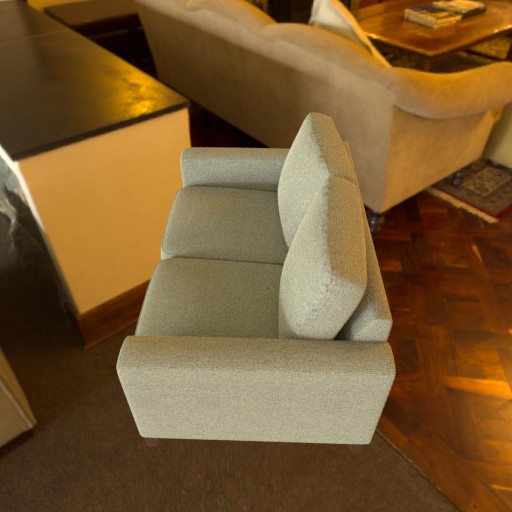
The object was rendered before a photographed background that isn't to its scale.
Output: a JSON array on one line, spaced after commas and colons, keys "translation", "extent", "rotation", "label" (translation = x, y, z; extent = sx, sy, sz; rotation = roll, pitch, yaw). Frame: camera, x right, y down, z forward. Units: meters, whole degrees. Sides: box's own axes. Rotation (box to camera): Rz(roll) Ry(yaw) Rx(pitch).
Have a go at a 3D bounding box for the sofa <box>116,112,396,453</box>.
[{"translation": [0.000, 0.000, 2.006], "extent": [0.917, 0.873, 1.420], "rotation": [1, 42, 1], "label": "sofa"}]
